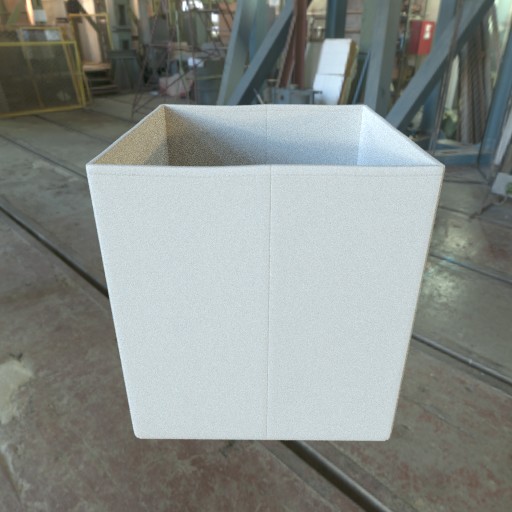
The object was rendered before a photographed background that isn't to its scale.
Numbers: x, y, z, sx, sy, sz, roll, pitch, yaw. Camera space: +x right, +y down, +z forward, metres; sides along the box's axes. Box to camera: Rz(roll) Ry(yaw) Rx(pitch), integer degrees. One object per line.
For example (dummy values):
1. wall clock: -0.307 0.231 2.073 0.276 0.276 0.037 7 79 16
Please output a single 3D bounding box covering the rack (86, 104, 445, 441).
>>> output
1. rack: 0.000 0.000 0.489 0.270 0.280 0.270 0 28 1
